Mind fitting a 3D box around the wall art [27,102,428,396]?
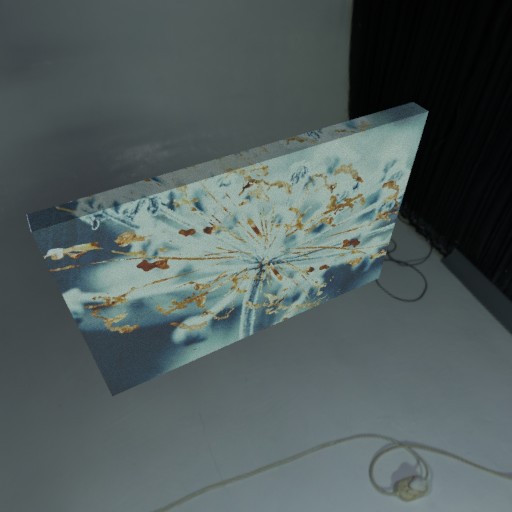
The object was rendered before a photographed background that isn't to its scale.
[{"bbox_3d":[0.000,0.000,0.768,0.607,0.405,0.036,-21,49,-19],"label":"wall art"}]
